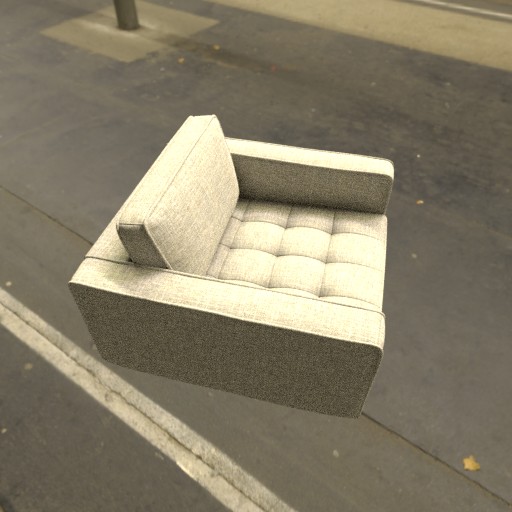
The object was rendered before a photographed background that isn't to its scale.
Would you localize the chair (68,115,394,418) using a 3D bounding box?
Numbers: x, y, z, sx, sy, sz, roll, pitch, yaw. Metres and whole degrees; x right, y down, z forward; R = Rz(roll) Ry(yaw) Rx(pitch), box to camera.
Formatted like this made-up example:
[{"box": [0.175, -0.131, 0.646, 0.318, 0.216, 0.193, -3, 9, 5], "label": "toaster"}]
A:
[{"box": [0.000, 0.000, 1.617, 0.914, 0.765, 0.889, 10, 46, 10], "label": "chair"}]
